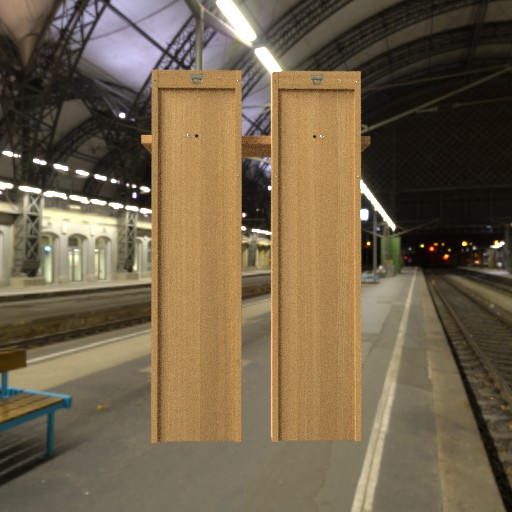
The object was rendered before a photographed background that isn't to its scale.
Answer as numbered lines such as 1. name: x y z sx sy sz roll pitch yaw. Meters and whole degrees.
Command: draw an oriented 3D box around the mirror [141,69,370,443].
1. mirror: 0.000 0.000 1.620 0.800 1.250 0.260 0 0 -1
